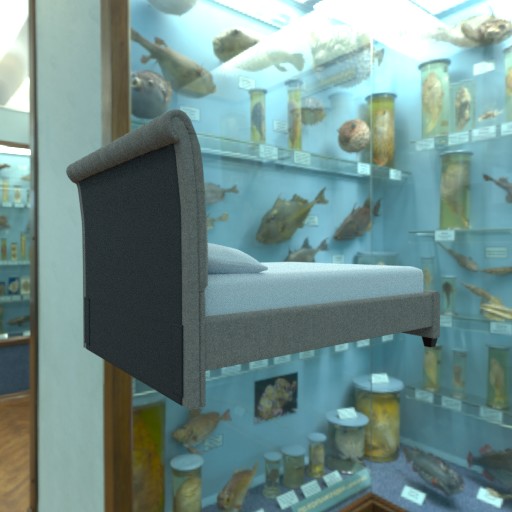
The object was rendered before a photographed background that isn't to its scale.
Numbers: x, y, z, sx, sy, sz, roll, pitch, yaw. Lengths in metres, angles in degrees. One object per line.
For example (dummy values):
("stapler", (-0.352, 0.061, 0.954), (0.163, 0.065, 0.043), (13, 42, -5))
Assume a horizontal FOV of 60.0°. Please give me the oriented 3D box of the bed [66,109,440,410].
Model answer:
("bed", (0.000, 0.000, 3.287), (2.252, 1.371, 1.645), (-1, 1, -37))
